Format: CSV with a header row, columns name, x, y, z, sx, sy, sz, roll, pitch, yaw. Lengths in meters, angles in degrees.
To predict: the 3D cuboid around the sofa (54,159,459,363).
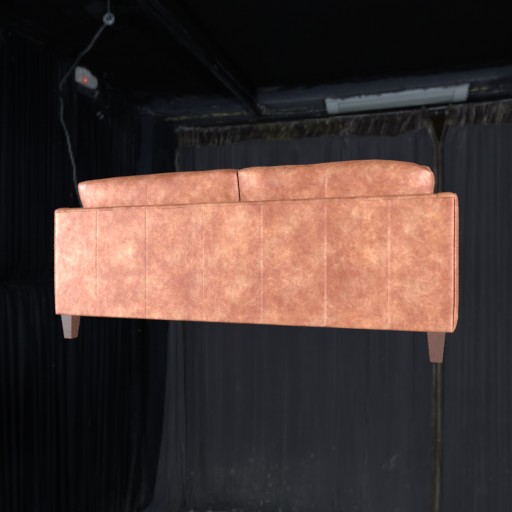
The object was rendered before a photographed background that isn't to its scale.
name,x,y,z,sx,sy,sz,roll,pitch,yaw
sofa,0.000,0.000,2.468,1.971,0.863,0.923,0,0,18
